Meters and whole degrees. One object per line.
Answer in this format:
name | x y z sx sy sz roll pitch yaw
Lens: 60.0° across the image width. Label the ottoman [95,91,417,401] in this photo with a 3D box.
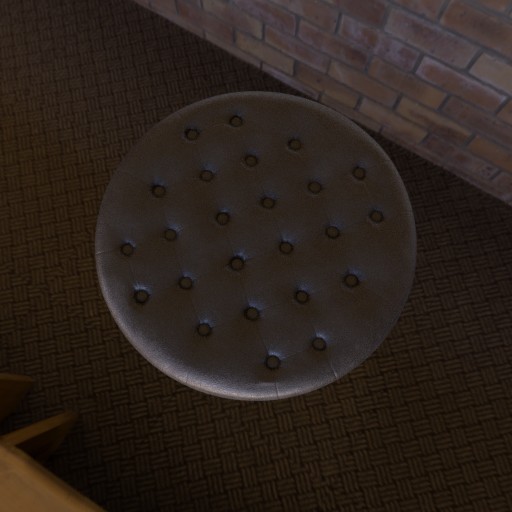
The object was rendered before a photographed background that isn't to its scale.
ottoman | 0.000 0.000 1.056 0.637 0.442 0.637 0 75 0
